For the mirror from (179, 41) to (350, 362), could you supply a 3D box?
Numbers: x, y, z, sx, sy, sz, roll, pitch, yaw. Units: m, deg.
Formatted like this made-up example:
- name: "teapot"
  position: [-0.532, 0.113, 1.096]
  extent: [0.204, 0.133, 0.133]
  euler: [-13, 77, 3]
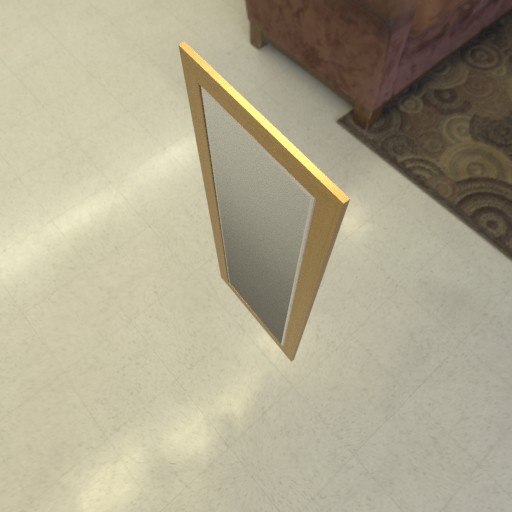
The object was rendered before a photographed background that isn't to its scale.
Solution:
- name: "mirror"
  position: [0.000, 0.000, 2.289]
  extent: [0.025, 2.031, 0.812]
  euler: [-36, 69, -16]
